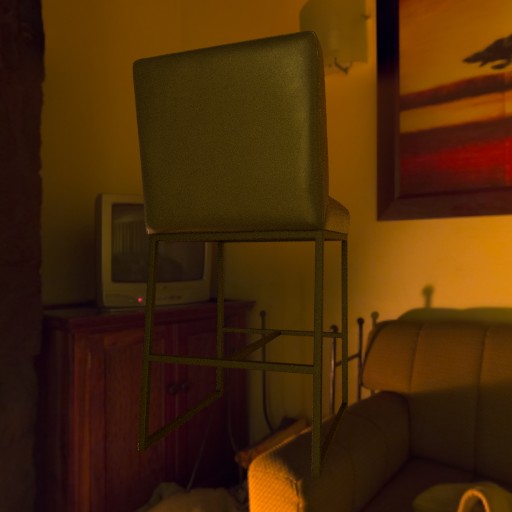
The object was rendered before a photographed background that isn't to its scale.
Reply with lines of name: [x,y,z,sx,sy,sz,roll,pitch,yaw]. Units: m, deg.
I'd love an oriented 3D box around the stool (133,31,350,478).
stool: [0.000,0.000,1.223,0.457,0.938,0.552,0,-1,18]
